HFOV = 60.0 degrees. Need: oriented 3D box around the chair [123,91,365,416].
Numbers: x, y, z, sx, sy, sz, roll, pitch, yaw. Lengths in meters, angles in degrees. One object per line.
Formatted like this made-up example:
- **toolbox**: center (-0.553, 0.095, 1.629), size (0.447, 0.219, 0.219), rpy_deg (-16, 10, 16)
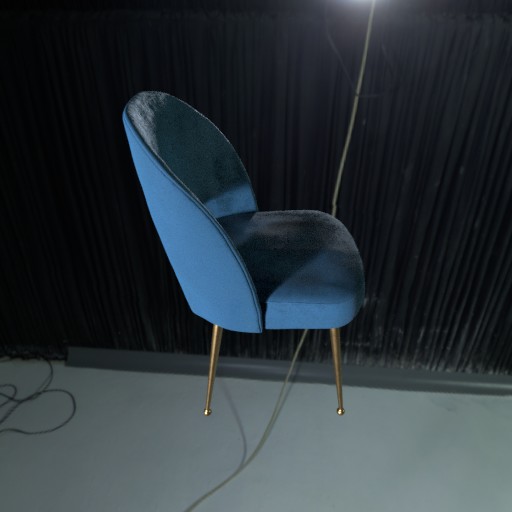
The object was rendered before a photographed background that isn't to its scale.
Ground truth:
- **chair**: center (0.000, 0.000, 1.248), size (0.577, 0.860, 0.527), rpy_deg (0, 33, 0)
